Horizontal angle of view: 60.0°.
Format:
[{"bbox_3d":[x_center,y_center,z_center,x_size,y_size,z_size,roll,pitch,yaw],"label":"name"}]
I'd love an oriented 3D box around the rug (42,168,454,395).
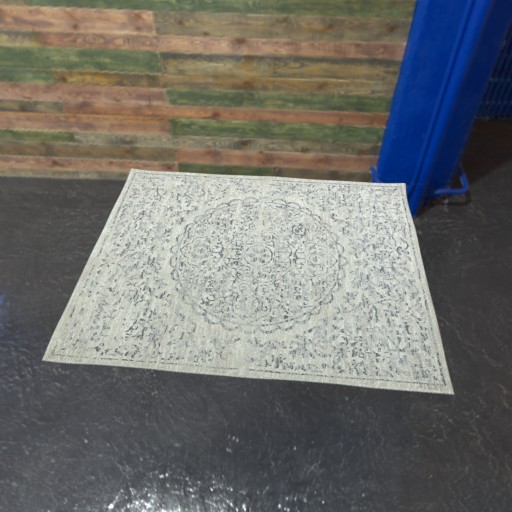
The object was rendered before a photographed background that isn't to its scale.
[{"bbox_3d":[0.000,0.000,3.906,2.925,0.026,2.343,4,47,3],"label":"rug"}]
